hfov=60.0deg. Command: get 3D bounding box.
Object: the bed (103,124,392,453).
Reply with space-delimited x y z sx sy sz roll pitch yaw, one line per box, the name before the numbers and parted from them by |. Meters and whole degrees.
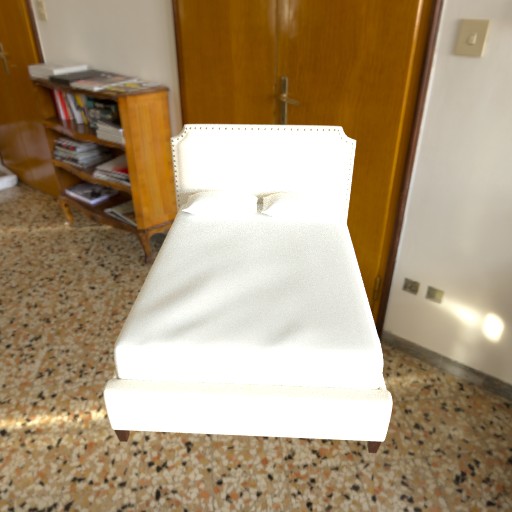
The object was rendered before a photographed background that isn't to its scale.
bed | 0.000 0.000 3.419 1.712 1.443 2.365 2 30 3
